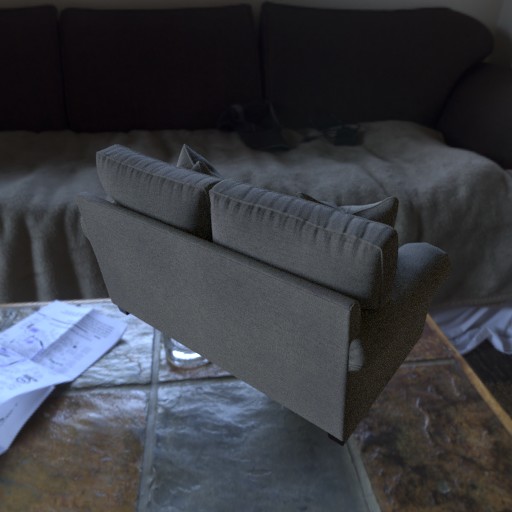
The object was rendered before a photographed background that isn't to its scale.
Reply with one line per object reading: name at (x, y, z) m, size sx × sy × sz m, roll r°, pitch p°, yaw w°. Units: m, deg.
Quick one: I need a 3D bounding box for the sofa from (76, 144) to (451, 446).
sofa at (0.000, 0.000, 2.249) m, size 1.701 × 0.966 × 0.966 m, roll 22°, pitch 36°, yaw 33°
